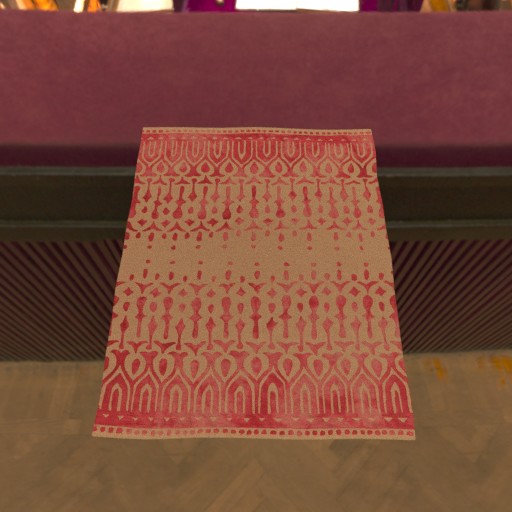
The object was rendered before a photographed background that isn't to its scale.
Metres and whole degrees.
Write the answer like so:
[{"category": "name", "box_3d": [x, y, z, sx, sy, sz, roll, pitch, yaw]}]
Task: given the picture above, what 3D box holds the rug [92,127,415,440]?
[{"category": "rug", "box_3d": [0.000, 0.000, 4.007, 2.441, 0.016, 3.095, 1, 62, 0]}]
